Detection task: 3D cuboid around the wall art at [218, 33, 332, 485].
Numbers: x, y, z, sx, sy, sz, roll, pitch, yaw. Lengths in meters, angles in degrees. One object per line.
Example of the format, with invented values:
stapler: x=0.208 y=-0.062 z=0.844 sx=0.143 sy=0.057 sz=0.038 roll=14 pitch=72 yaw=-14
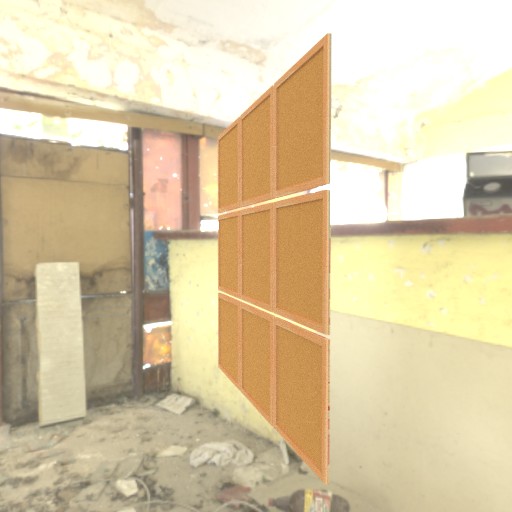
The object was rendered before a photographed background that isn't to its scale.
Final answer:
wall art: x=0.000 y=0.000 z=1.771 sx=0.013 sy=1.220 sz=1.216 roll=-1 pitch=2 yaw=-19
